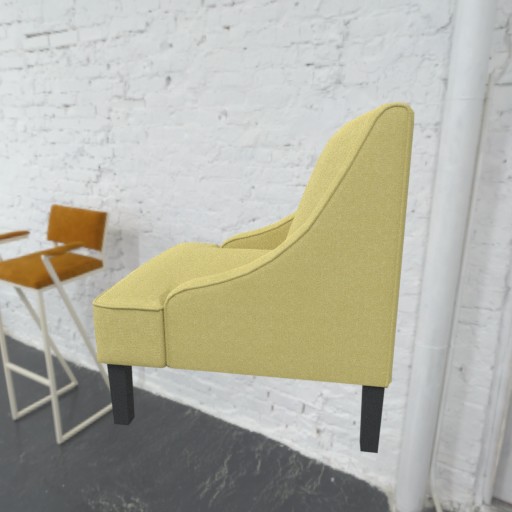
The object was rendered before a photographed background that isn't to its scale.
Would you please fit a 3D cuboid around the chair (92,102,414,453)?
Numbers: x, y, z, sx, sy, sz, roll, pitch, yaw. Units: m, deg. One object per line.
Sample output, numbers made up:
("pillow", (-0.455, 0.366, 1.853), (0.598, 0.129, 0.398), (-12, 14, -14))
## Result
("chair", (0.000, 0.000, 1.444), (0.814, 0.896, 0.696), (3, 15, 9))
